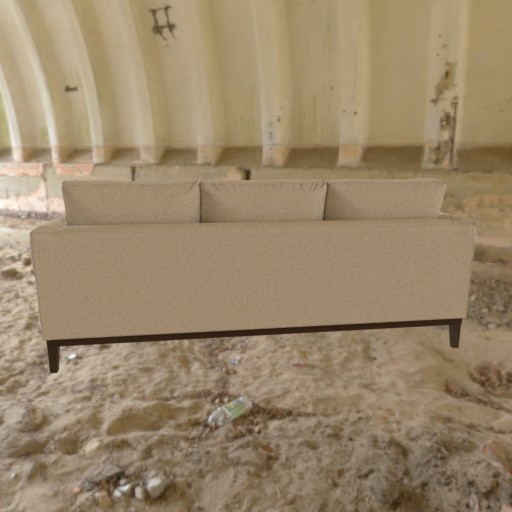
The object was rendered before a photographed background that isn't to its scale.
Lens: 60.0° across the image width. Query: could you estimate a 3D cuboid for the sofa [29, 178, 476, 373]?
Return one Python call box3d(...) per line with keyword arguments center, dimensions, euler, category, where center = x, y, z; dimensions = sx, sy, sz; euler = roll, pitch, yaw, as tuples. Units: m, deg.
box3d(center=(0.000, 0.000, 2.595), dimensions=(2.198, 0.911, 0.902), euler=(-2, 12, -8), category="sofa")
